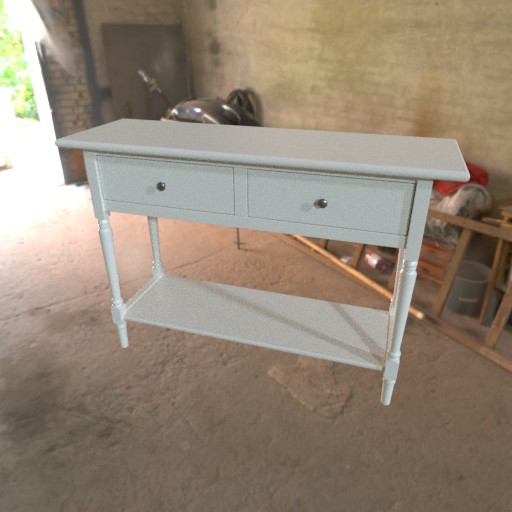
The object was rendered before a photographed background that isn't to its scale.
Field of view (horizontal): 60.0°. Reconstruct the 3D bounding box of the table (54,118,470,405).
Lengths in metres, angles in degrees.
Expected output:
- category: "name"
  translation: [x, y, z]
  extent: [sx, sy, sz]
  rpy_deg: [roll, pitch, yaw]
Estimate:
- category: "table"
  translation: [0.000, 0.000, 1.560]
  extent: [1.191, 0.814, 0.386]
  rpy_deg: [8, 28, 15]
